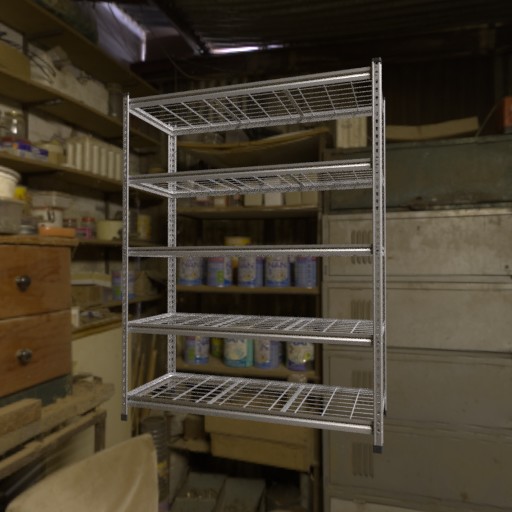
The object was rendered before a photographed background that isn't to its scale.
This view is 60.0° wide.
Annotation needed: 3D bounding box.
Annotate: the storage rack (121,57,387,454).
[{"bbox_3d":[0.000,0.000,2.739,1.524,1.981,0.610,0,-1,18],"label":"storage rack"}]
